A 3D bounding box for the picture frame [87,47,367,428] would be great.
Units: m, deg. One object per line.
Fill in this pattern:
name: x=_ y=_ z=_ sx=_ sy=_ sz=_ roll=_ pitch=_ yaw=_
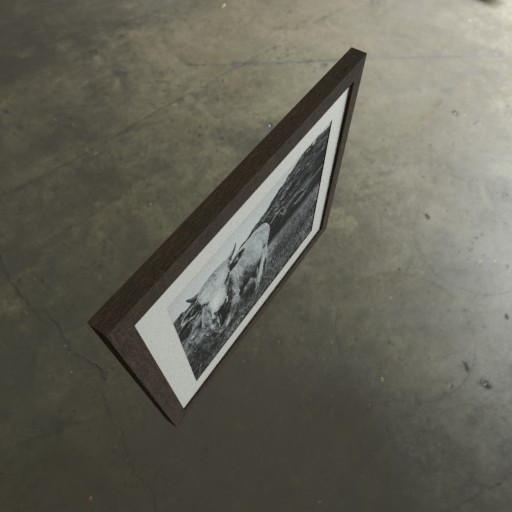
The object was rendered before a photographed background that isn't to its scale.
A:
picture frame: x=0.000 y=0.000 z=0.744 sx=0.026 sy=0.455 sz=0.546 roll=31 pitch=63 yaw=17
